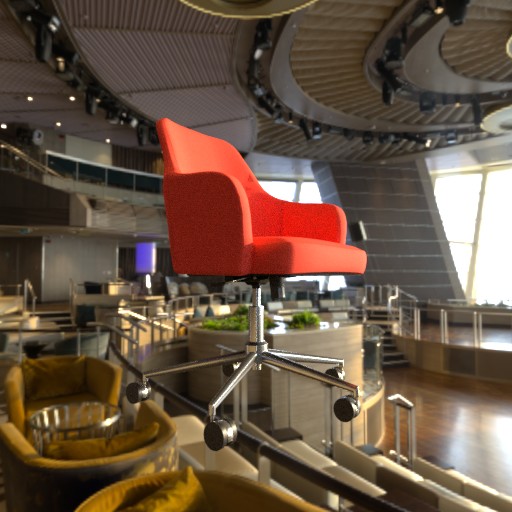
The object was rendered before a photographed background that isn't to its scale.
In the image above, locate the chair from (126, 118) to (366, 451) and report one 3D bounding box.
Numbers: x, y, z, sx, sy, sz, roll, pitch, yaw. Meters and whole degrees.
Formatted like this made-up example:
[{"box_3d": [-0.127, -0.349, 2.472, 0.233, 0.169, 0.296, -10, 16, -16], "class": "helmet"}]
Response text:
[{"box_3d": [0.000, 0.000, 1.255, 0.600, 0.820, 0.655, -2, -3, 35], "class": "chair"}]
